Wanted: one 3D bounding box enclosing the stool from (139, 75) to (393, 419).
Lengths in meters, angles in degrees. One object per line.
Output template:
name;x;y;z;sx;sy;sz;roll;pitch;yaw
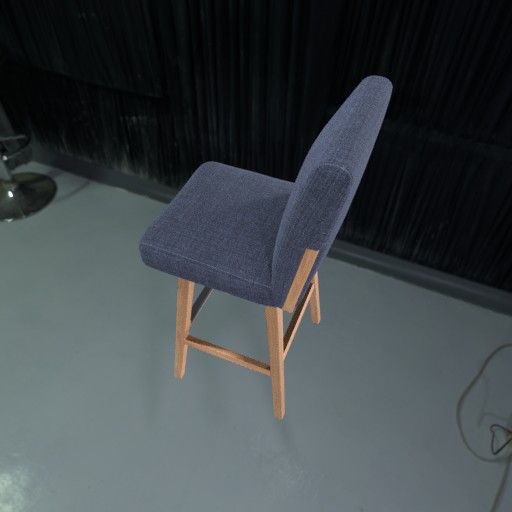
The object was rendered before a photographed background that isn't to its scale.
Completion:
stool;0.000;0.000;1.417;0.570;1.112;0.483;17;49;15
